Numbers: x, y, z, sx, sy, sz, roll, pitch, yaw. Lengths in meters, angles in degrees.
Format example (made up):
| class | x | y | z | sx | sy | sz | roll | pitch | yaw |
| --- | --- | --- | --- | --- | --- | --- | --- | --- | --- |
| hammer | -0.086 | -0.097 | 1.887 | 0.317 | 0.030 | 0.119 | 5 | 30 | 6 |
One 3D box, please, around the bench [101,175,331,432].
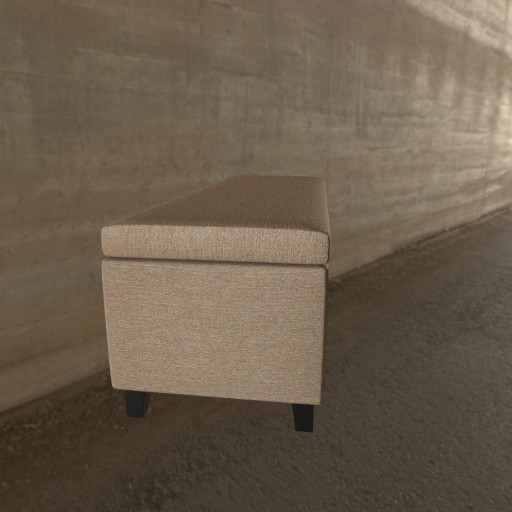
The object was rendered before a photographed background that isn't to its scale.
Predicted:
| class | x | y | z | sx | sy | sz | roll | pitch | yaw |
| --- | --- | --- | --- | --- | --- | --- | --- | --- | --- |
| bench | 0.000 | 0.000 | 1.457 | 0.446 | 0.438 | 1.269 | 2 | 14 | 8 |
